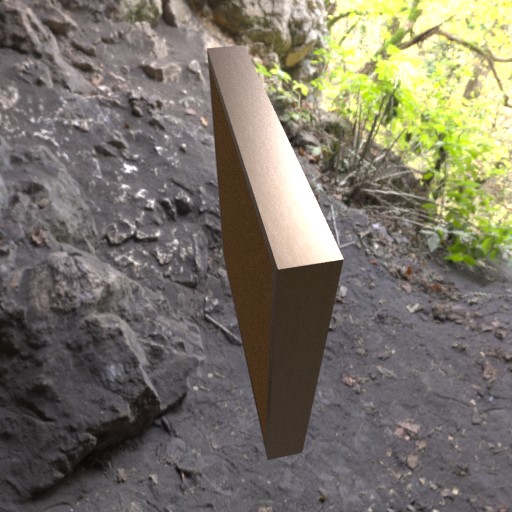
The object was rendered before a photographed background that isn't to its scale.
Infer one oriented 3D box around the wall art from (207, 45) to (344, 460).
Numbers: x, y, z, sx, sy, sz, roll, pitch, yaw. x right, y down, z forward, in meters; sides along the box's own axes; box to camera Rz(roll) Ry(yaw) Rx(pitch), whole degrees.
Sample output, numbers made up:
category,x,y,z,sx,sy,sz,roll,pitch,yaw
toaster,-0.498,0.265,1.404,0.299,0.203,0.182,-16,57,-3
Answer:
category,x,y,z,sx,sy,sz,roll,pitch,yaw
wall art,0.000,0.000,0.460,0.038,0.305,0.304,-9,48,-8
